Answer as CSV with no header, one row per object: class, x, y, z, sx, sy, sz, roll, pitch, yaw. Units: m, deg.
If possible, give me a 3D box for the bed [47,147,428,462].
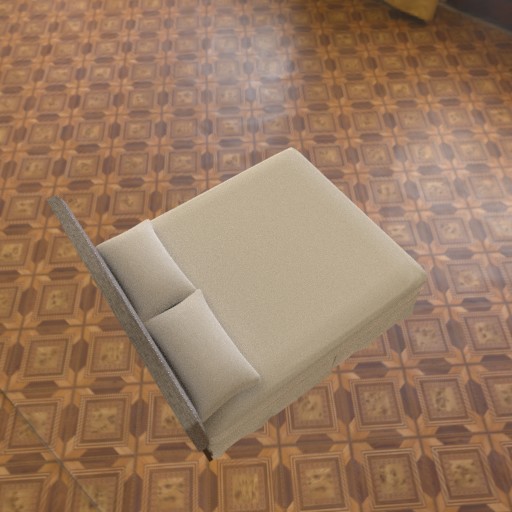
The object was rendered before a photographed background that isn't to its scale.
bed,0.000,0.000,2.916,1.870,1.295,1.610,-31,63,-18
